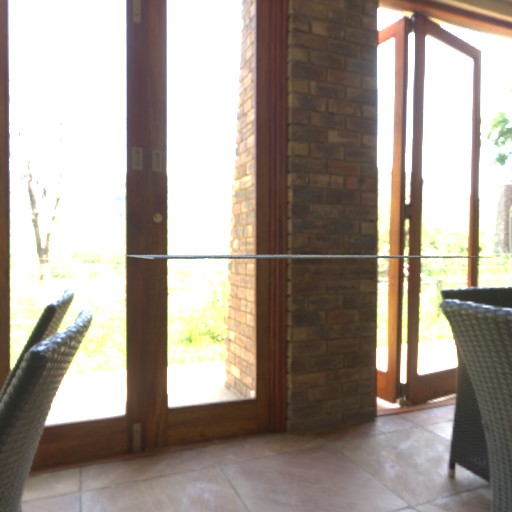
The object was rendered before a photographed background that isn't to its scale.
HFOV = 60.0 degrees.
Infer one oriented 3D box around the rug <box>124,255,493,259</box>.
[{"bbox_3d":[0.000,0.000,2.278,1.229,0.005,1.827,0,0,-19],"label":"rug"}]
